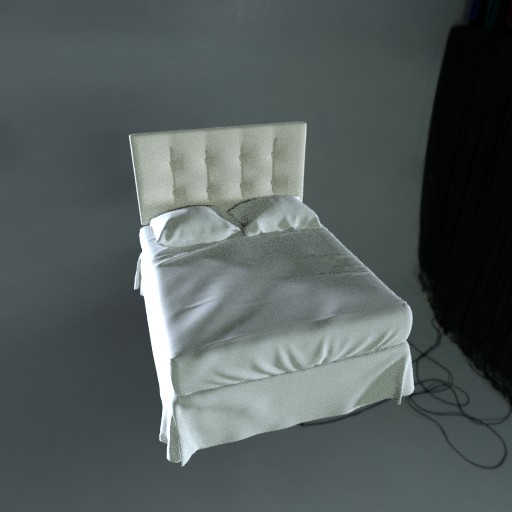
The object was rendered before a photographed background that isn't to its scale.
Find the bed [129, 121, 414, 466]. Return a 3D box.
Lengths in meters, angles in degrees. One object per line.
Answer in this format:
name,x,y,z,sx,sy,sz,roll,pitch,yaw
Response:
bed,0.000,0.000,3.536,1.936,1.577,2.222,-9,31,-15
